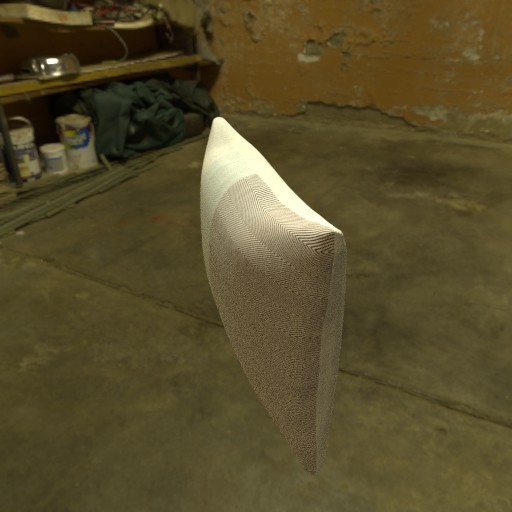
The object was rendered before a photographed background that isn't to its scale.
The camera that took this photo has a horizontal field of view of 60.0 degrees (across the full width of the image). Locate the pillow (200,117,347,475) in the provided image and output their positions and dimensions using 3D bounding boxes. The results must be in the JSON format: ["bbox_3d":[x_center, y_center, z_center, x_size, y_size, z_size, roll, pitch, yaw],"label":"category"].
[{"bbox_3d":[0.000,0.000,0.642,0.139,0.305,0.506,-8,30,-13],"label":"pillow"}]
